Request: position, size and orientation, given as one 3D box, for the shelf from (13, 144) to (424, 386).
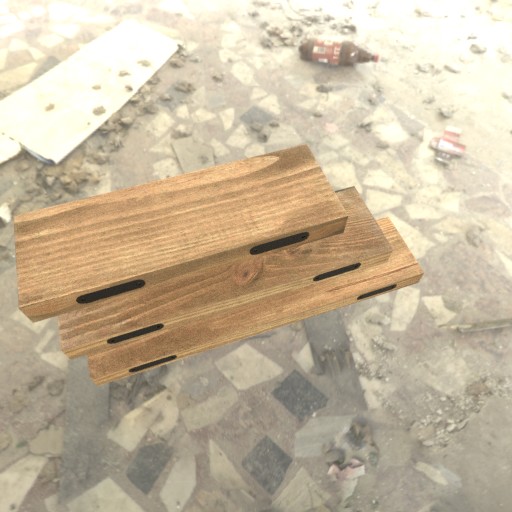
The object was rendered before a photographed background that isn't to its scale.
[{"bbox_3d":[0.000,0.000,0.708,0.610,0.293,0.140,-16,59,-10],"label":"shelf"}]
